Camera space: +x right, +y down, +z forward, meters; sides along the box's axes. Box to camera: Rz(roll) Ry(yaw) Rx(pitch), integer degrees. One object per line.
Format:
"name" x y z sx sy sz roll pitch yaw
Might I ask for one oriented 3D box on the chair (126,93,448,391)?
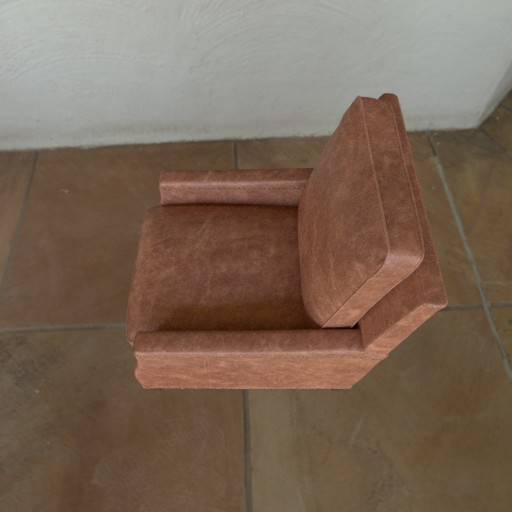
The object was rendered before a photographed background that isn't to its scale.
"chair" 0.000 0.000 1.776 1.035 1.054 0.854 0 59 0
